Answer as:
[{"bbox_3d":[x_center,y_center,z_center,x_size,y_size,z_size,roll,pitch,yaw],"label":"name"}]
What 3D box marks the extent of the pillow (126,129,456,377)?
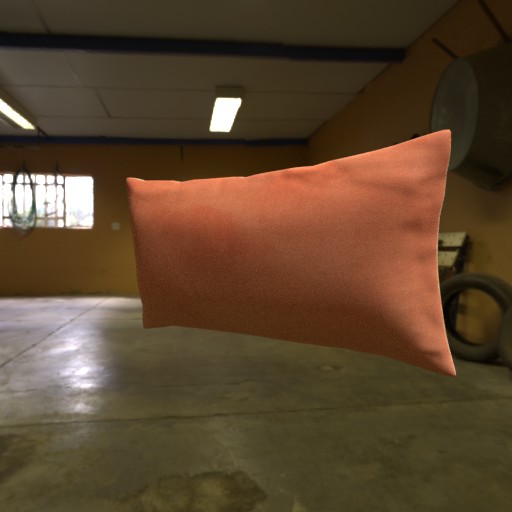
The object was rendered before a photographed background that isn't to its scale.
[{"bbox_3d":[0.000,0.000,0.727,0.608,0.307,0.155,1,1,36],"label":"pillow"}]
